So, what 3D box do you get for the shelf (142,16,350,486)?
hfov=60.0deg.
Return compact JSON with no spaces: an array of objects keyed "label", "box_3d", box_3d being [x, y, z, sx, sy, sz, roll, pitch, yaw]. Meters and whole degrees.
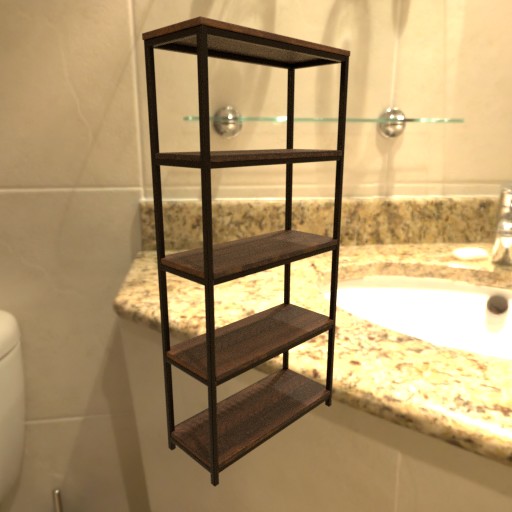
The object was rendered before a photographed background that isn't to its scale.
[{"label":"shelf","box_3d":[0.000,0.000,2.114,0.874,1.860,0.359,-15,21,-43]}]
